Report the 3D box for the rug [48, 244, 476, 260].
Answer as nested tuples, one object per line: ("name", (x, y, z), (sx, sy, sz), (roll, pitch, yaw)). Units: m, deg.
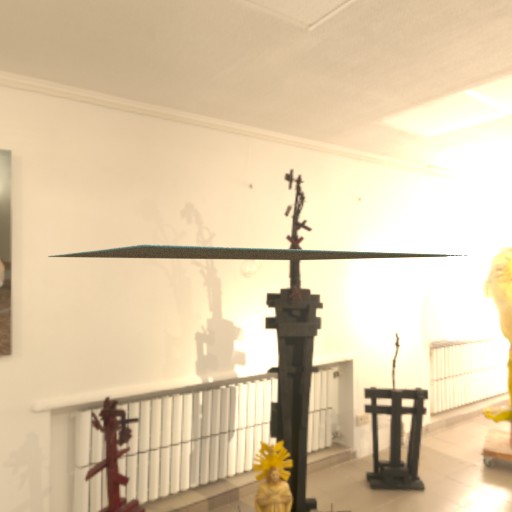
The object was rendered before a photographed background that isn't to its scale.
("rug", (0.000, 0.000, 3.930), (2.980, 0.012, 2.363), (1, -2, -35))
